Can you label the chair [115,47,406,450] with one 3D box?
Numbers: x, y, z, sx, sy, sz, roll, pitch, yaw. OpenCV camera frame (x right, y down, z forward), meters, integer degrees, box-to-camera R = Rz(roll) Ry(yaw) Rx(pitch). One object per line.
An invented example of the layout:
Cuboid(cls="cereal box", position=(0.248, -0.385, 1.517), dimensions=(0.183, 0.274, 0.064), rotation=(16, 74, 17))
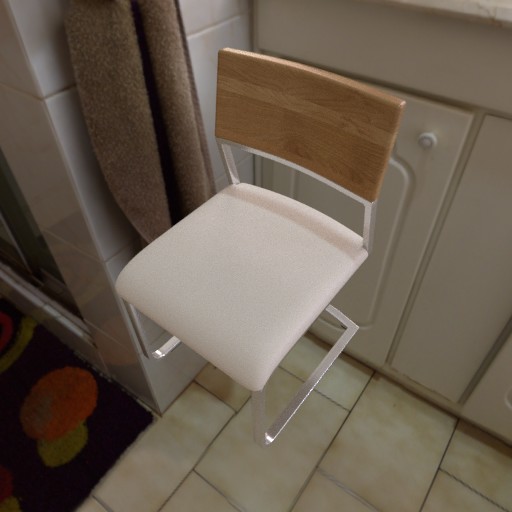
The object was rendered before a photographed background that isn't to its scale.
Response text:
Cuboid(cls="chair", position=(0.000, 0.000, 1.150), dimensions=(0.467, 0.844, 0.585), rotation=(29, 51, 26))
